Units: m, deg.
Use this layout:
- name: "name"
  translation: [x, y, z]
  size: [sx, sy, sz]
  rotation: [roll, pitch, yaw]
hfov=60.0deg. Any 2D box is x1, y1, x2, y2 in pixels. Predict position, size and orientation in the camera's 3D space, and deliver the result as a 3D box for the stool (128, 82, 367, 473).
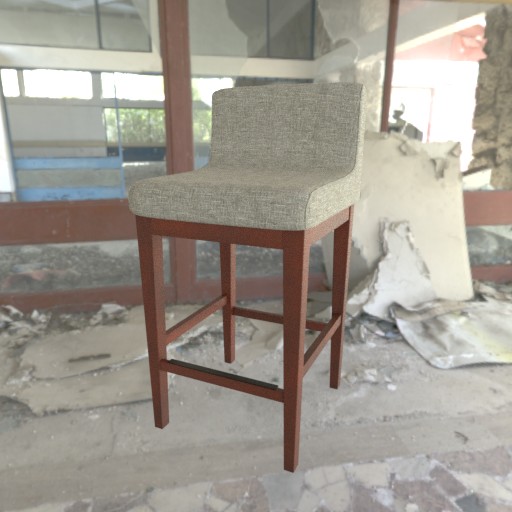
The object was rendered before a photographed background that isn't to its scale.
- name: "stool"
  translation: [0.000, 0.000, 1.106]
  size: [0.417, 0.835, 0.459]
  rotation: [7, 17, 24]
